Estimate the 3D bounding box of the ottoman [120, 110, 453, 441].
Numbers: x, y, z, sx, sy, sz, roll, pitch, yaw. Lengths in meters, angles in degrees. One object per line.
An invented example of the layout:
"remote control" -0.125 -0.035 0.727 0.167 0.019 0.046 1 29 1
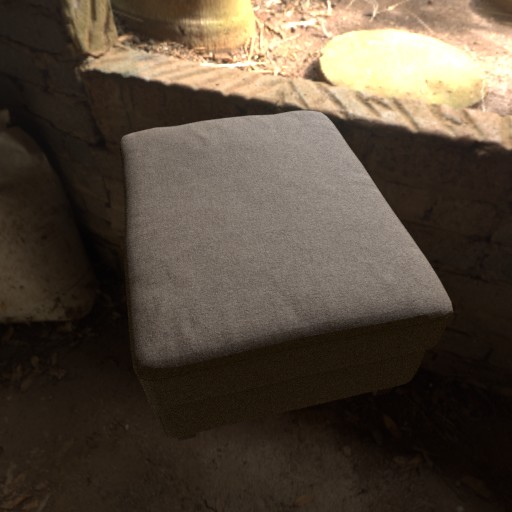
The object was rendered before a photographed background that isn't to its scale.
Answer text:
"ottoman" 0.000 0.000 1.308 0.692 0.511 0.889 -10 48 -9
